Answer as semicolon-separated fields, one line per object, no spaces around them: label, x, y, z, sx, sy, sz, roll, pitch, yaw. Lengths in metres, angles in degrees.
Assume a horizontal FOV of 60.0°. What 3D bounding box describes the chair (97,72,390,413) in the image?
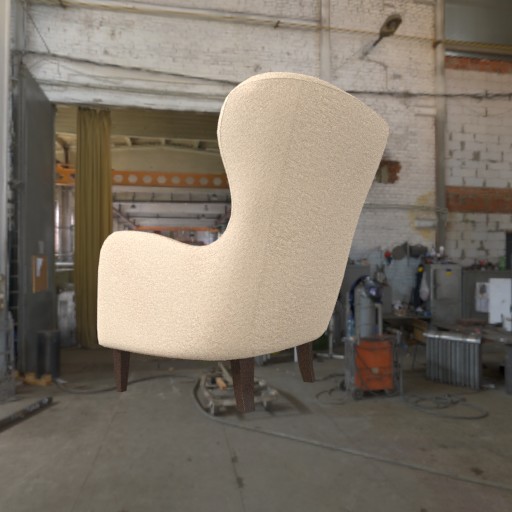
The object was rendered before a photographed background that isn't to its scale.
chair;0.000;0.000;1.780;0.984;1.064;0.861;0;-1;35
